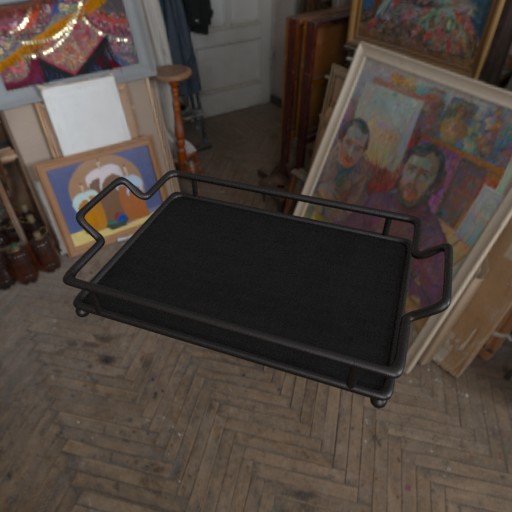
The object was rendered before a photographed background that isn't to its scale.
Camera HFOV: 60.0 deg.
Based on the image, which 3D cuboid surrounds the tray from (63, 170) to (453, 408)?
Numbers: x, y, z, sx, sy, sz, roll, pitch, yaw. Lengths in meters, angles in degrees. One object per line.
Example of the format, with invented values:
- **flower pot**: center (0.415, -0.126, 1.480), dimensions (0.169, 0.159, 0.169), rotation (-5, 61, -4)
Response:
- **tray**: center (0.000, 0.000, 0.618), dimensions (0.495, 0.101, 0.297), rotation (13, 43, 15)
